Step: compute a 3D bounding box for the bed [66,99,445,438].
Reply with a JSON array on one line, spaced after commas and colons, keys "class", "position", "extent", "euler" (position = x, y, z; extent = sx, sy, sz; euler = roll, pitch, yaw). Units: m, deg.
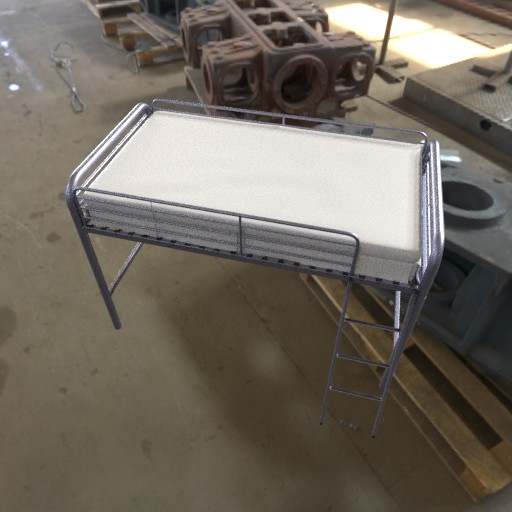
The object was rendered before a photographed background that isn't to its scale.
[{"class": "bed", "position": [0.000, 0.000, 2.871], "extent": [1.965, 1.288, 1.415], "euler": [10, 46, 10]}]
